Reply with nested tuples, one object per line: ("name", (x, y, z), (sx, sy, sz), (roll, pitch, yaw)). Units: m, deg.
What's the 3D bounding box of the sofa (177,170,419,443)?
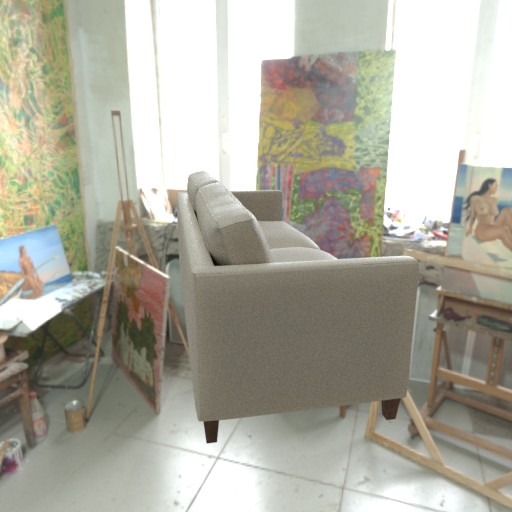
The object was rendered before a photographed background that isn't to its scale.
("sofa", (0.000, 0.000, 2.872), (0.951, 0.968, 2.361), (-3, 16, -11))
